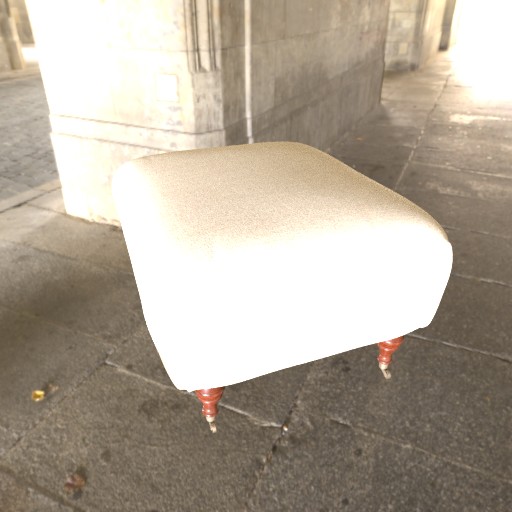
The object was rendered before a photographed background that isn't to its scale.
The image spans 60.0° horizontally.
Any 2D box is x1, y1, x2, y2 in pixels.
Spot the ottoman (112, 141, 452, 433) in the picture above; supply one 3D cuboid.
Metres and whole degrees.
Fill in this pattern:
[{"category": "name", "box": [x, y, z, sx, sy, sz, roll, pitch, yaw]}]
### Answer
[{"category": "ottoman", "box": [0.000, 0.000, 1.130, 0.622, 0.450, 0.747, -11, 32, -18]}]
